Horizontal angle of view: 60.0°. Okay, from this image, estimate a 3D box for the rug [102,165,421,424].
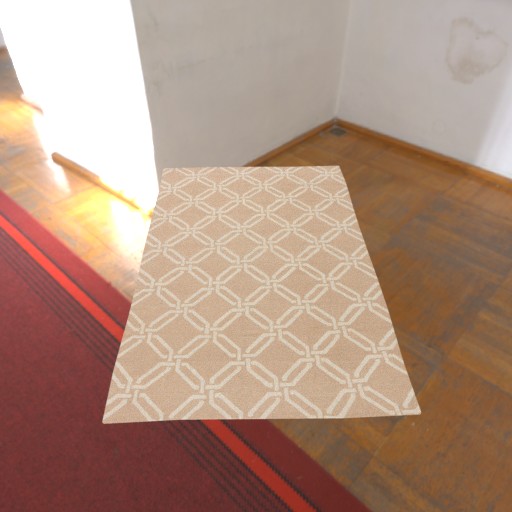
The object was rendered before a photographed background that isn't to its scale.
[{"bbox_3d":[0.000,0.000,2.218,1.146,0.010,1.745,-1,42,-1],"label":"rug"}]
